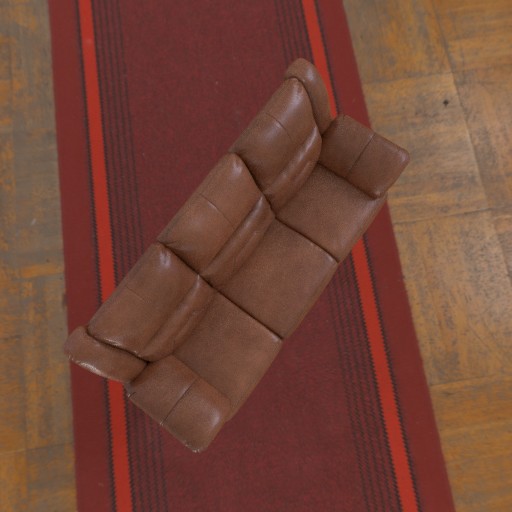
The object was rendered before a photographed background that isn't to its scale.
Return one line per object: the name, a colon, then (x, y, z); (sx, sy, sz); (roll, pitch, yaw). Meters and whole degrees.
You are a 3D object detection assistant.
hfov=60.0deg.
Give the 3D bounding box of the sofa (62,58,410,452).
sofa: (0.000, 0.000, 2.900); (0.991, 1.043, 2.337); (36, 80, 8)
